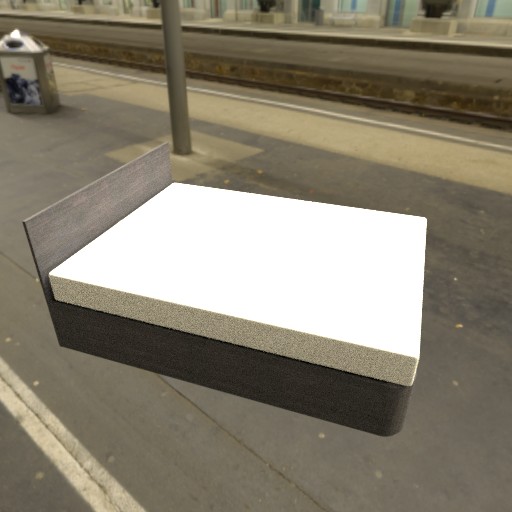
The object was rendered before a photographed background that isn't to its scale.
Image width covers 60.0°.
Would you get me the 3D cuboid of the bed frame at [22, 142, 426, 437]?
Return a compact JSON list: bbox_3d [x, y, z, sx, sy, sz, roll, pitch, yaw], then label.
[{"bbox_3d":[0.000,0.000,2.638,1.900,0.800,1.400,10,32,17],"label":"bed frame"}]
